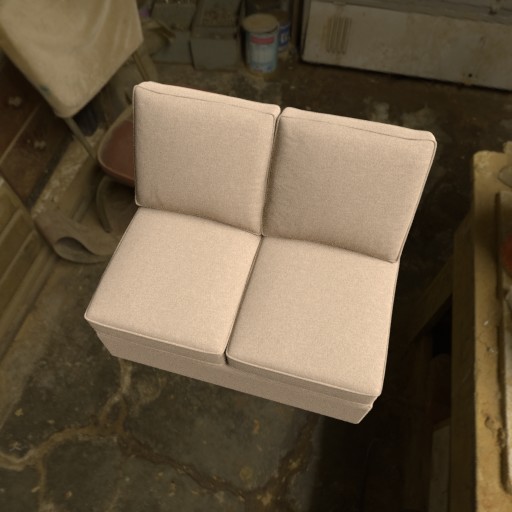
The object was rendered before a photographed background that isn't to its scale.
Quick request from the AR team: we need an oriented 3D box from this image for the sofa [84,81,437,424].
[{"bbox_3d":[0.000,0.000,1.929,1.237,1.008,0.951,13,58,8],"label":"sofa"}]
